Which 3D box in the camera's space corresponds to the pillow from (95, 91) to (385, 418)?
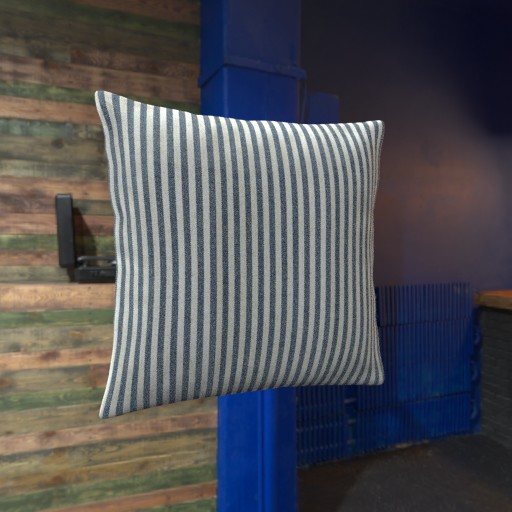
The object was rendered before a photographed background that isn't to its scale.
[{"bbox_3d":[0.000,0.000,0.771,0.523,0.510,0.166,0,1,-18],"label":"pillow"}]
